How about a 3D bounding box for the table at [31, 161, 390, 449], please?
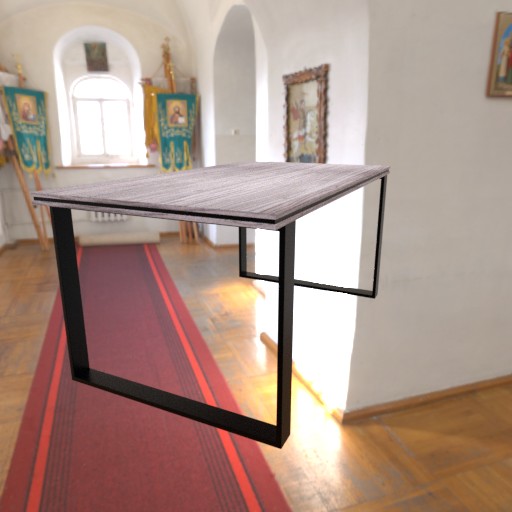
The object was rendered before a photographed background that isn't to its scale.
[{"bbox_3d":[0.000,0.000,2.057,0.881,0.736,1.579,8,18,25],"label":"table"}]
